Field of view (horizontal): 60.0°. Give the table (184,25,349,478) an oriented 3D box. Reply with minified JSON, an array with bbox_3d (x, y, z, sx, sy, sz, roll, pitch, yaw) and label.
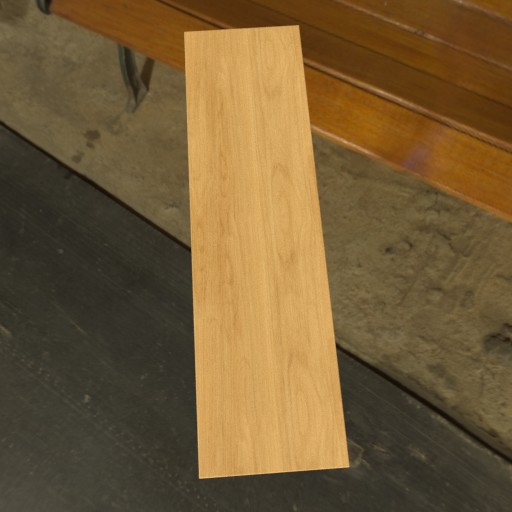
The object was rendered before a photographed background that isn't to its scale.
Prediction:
[{"bbox_3d":[0.000,0.000,1.538,0.350,0.730,1.240,-4,75,-1],"label":"table"}]
